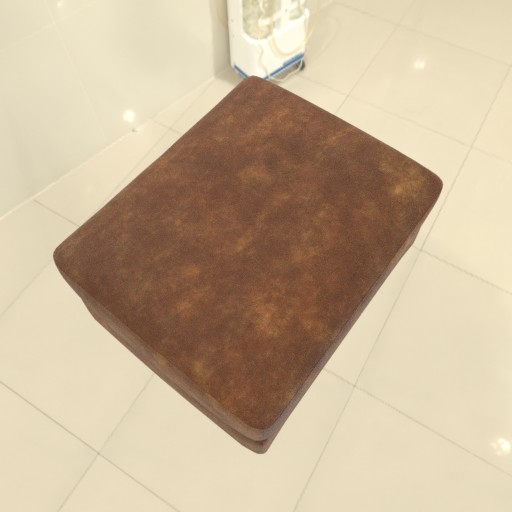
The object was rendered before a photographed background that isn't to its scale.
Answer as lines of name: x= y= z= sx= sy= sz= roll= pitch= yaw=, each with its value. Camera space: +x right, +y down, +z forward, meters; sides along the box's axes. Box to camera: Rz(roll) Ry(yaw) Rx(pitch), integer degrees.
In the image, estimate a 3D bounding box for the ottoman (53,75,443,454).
ottoman: x=0.000 y=0.000 z=1.147 sx=0.603 sy=0.476 sz=0.751 roll=35 pitch=68 yaw=16
